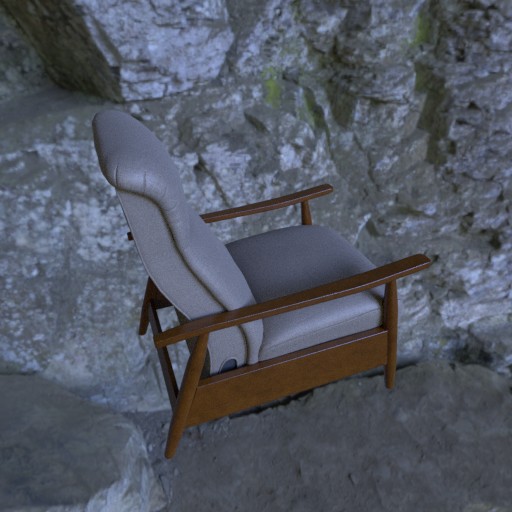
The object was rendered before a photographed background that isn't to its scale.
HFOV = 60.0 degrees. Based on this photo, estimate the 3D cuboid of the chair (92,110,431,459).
[{"bbox_3d":[0.000,0.000,1.736,1.032,1.082,0.762,-11,33,-17],"label":"chair"}]
